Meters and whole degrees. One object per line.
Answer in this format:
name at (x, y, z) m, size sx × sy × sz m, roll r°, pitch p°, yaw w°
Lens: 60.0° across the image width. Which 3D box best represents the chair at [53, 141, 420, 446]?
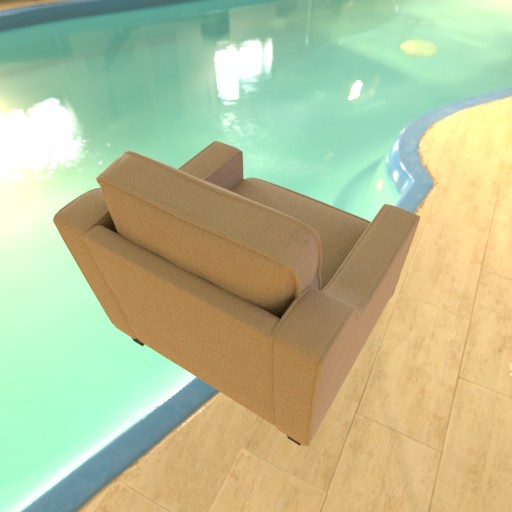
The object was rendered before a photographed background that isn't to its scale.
chair at (0.000, 0.000, 1.641) m, size 0.922 × 0.948 × 0.882 m, roll 25°, pitch 52°, yaw 22°
